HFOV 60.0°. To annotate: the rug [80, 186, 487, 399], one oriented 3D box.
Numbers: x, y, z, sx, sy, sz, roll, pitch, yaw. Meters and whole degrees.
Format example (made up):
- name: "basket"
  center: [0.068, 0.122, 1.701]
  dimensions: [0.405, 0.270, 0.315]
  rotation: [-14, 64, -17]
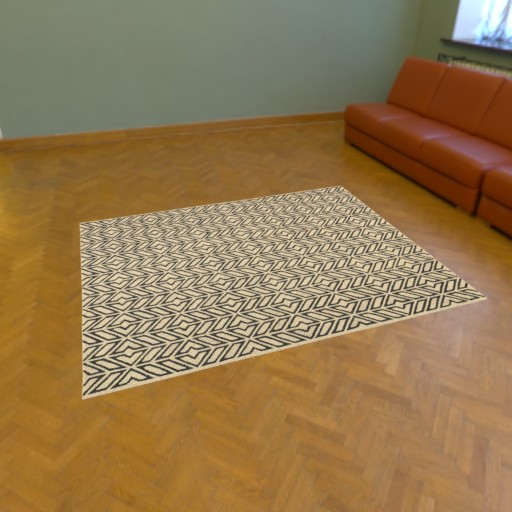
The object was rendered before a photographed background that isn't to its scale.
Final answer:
- name: "rug"
  center: [0.000, 0.000, 4.056]
  dimensions: [3.045, 0.008, 2.421]
  rotation: [-10, 33, -16]
